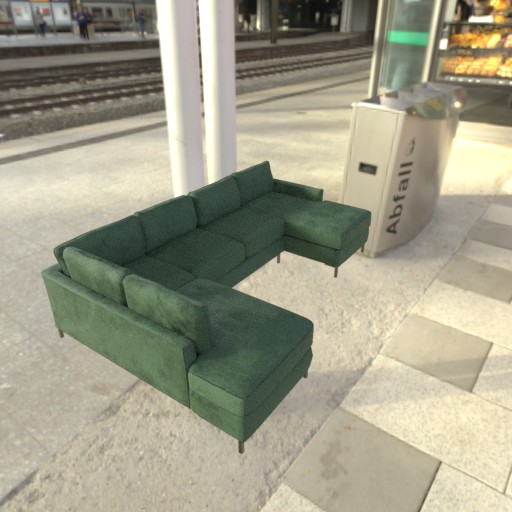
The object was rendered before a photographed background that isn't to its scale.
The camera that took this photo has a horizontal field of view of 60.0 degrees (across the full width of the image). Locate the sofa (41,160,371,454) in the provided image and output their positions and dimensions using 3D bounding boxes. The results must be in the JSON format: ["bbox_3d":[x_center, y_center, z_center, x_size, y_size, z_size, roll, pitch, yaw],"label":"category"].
[{"bbox_3d":[0.000,0.000,4.004,1.992,0.861,2.994,19,33,31],"label":"sofa"}]
